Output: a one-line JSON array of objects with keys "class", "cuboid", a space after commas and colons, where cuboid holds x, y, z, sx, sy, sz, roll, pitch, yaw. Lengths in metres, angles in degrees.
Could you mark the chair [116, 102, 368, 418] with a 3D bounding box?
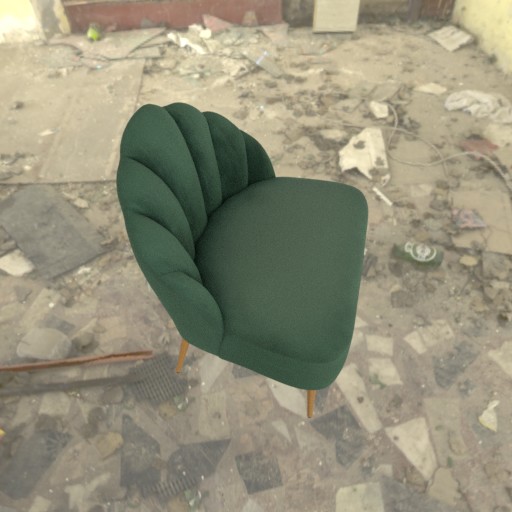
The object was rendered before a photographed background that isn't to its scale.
[{"class": "chair", "cuboid": [0.000, 0.000, 1.275, 0.599, 0.819, 0.657, 11, 48, 10]}]
